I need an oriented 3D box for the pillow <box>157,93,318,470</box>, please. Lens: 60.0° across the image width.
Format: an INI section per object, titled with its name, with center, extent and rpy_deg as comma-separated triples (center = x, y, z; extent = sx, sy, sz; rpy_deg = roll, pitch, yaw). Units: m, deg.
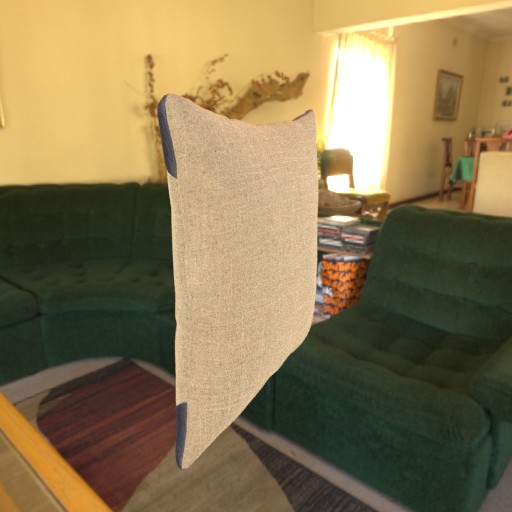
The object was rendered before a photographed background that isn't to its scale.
[pillow]
center = 0.000, 0.000, 0.677
extent = 0.147, 0.441, 0.440
rpy_deg = 7, 17, 24
